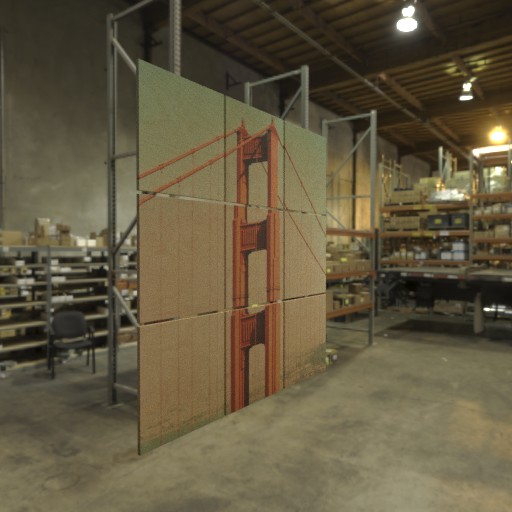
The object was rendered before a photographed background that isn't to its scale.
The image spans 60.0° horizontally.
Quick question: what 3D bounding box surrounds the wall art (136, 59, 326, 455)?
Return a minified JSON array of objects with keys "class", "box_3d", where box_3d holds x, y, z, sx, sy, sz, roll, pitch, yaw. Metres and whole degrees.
[{"class":"wall art","box_3d":[0.000,0.000,1.850,0.013,1.219,1.214,1,1,37]}]
